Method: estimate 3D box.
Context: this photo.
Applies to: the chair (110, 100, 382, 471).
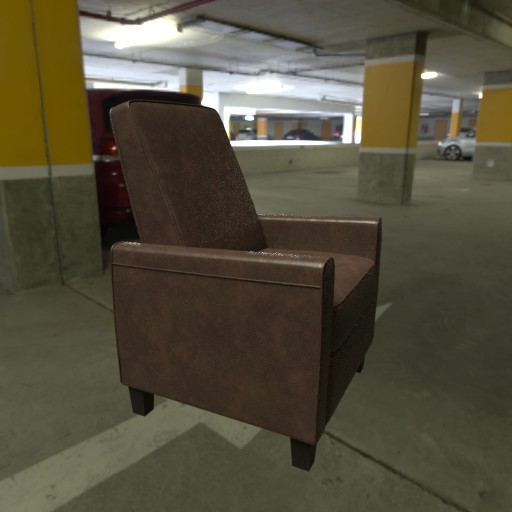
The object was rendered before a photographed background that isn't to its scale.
[{"bbox_3d":[0.000,0.000,1.518,0.746,1.013,0.705,8,17,25],"label":"chair"}]
